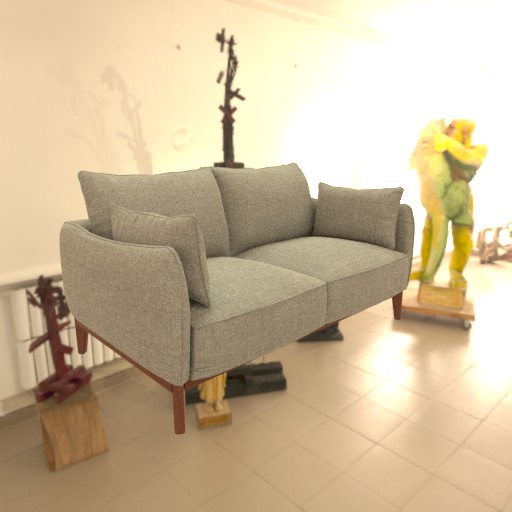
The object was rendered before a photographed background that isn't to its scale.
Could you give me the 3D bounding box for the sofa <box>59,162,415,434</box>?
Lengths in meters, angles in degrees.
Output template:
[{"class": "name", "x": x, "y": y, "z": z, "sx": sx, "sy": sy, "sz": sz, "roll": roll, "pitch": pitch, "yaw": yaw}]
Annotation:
[{"class": "sofa", "x": 0.000, "y": 0.000, "z": 2.179, "sx": 1.580, "sy": 0.851, "sz": 0.972, "roll": -13, "pitch": 20, "yaw": -42}]
